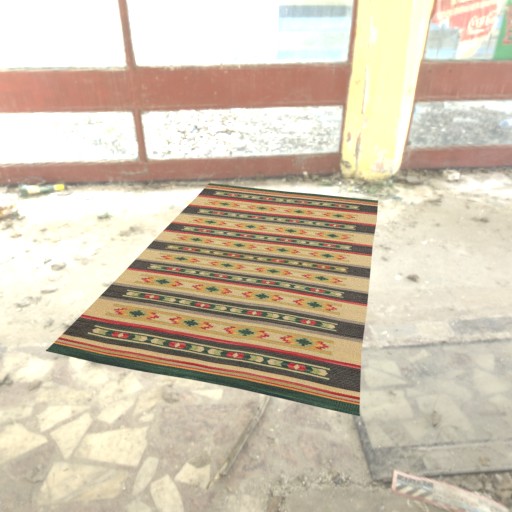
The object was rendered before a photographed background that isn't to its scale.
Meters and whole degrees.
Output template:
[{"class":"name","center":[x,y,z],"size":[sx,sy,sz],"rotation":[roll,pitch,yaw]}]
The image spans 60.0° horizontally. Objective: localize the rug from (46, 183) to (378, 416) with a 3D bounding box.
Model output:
[{"class":"rug","center":[0.000,0.000,2.962],"size":[1.522,0.010,2.311],"rotation":[8,32,13]}]
